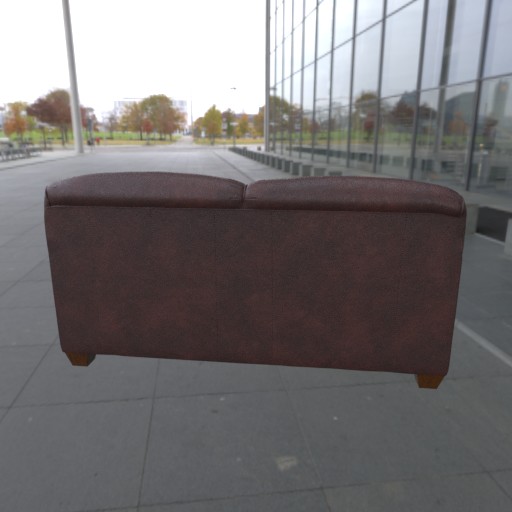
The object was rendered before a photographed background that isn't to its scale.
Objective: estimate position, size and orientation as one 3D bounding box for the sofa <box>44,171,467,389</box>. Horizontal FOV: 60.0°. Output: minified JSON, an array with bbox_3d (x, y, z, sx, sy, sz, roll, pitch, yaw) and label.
[{"bbox_3d":[0.000,0.000,2.432,1.856,0.966,1.000,2,15,7],"label":"sofa"}]
